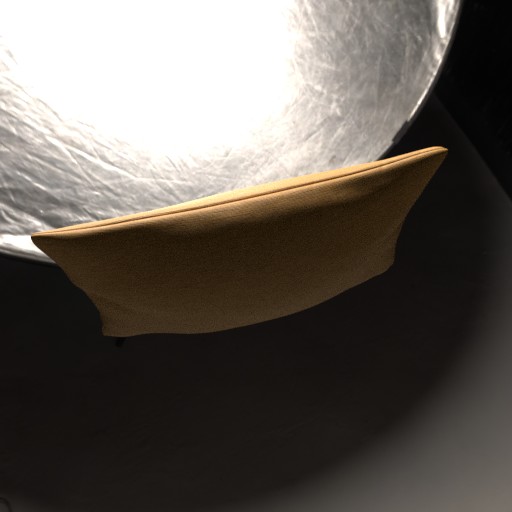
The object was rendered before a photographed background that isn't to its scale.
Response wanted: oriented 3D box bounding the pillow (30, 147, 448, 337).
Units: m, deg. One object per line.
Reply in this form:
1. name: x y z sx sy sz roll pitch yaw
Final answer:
1. pillow: 0.000 0.000 0.785 0.634 0.354 0.210 -13 59 -8
